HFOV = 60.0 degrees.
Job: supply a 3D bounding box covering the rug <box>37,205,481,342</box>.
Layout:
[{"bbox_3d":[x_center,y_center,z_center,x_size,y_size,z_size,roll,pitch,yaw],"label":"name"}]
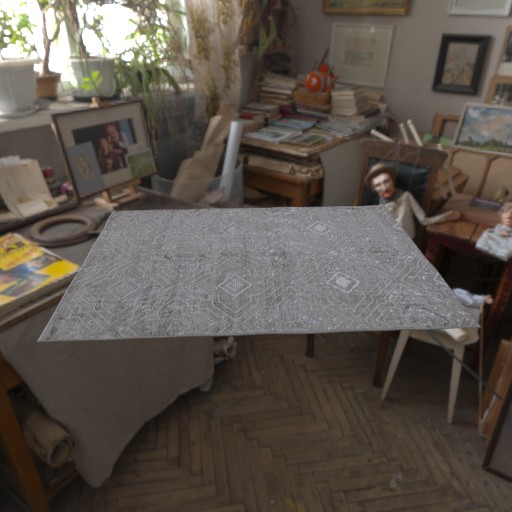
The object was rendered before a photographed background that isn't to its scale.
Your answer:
[{"bbox_3d":[0.000,0.000,4.402,3.359,0.020,2.448,-1,29,-3],"label":"rug"}]
